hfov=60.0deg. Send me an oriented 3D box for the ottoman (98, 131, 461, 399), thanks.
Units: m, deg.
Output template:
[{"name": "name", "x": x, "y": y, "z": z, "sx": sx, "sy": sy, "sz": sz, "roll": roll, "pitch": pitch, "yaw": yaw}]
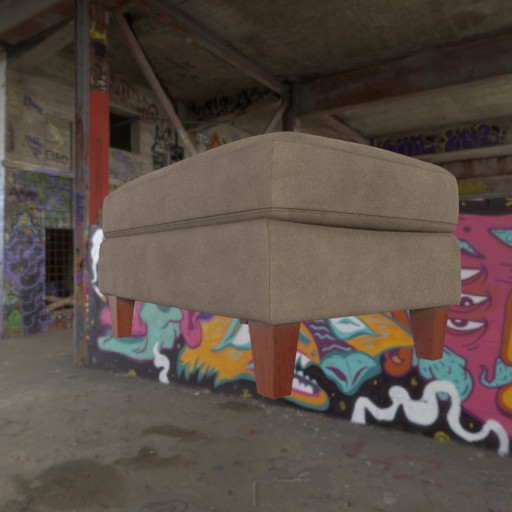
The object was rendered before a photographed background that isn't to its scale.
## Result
[{"name": "ottoman", "x": 0.000, "y": 0.000, "z": 1.191, "sx": 0.584, "sy": 0.483, "sz": 0.864, "roll": 1, "pitch": -1, "yaw": -37}]
